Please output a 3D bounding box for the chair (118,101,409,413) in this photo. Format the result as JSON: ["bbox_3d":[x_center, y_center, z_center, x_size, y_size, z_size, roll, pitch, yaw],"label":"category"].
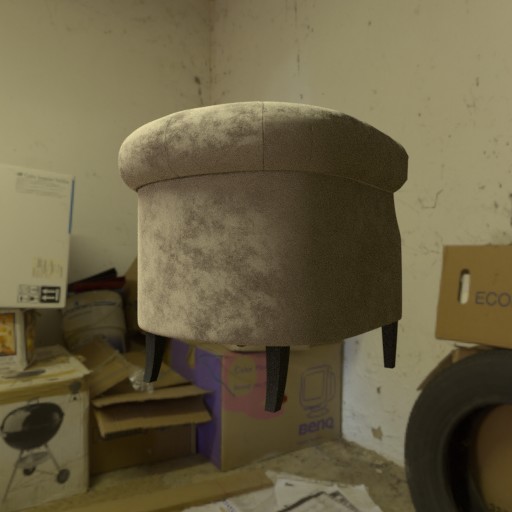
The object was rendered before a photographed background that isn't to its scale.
[{"bbox_3d":[0.000,0.000,1.541,0.904,0.826,0.851,0,0,35],"label":"chair"}]
